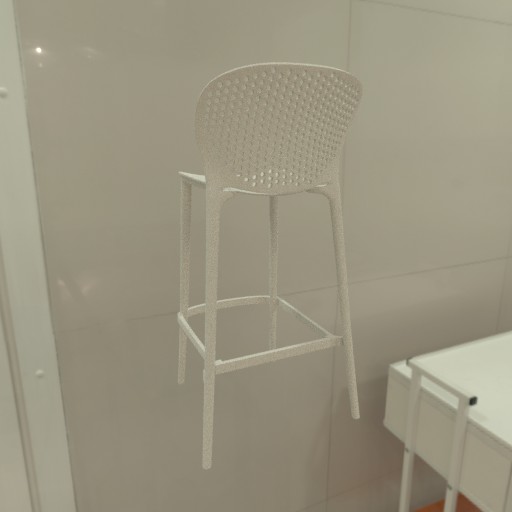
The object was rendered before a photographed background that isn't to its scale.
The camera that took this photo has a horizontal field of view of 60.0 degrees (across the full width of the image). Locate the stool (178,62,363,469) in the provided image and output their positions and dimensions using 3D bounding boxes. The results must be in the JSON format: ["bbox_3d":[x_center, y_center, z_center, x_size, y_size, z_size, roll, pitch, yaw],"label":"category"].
[{"bbox_3d":[0.000,0.000,1.387,0.536,1.045,0.535,-7,16,-25],"label":"stool"}]
